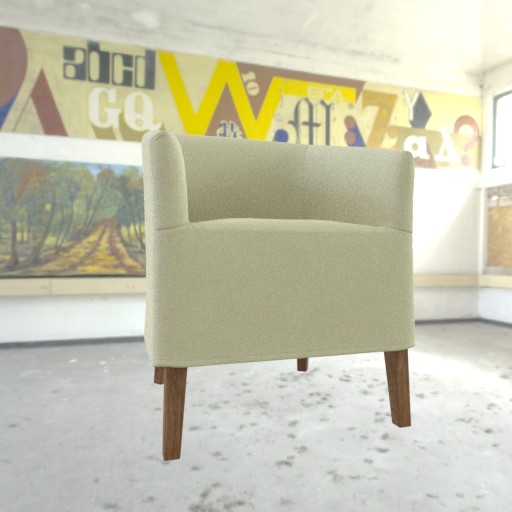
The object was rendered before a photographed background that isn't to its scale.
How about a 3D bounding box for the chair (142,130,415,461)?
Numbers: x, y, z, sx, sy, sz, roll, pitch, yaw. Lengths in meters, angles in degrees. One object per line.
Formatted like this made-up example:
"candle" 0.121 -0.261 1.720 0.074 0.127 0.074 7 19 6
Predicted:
"chair" 0.000 0.000 1.280 0.643 0.822 0.657 0 1 -18
